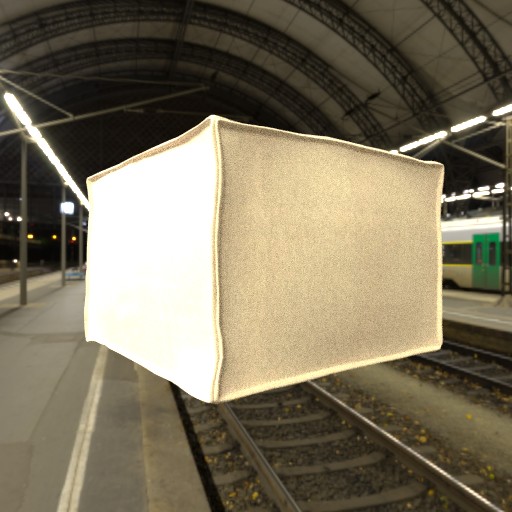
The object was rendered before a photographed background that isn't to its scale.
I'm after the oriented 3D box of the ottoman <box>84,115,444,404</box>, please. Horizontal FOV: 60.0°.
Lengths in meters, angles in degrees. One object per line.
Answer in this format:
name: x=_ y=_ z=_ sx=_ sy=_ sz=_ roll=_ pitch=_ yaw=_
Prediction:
ottoman: x=0.000 y=0.000 z=1.144 sx=0.707 sy=0.470 sz=0.696 roll=0 pitch=0 yaw=-38
